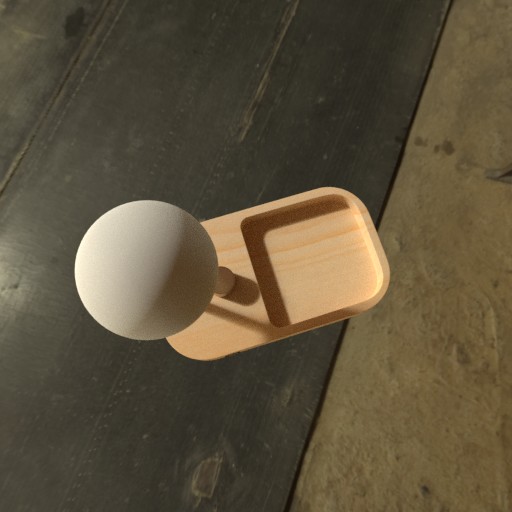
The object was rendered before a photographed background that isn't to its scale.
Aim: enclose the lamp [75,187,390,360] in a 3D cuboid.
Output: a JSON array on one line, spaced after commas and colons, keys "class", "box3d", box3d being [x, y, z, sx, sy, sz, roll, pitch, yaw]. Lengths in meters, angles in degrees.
[{"class": "lamp", "box3d": [0.000, 0.000, 0.472, 0.331, 0.253, 0.173, -17, 76, -4]}]
